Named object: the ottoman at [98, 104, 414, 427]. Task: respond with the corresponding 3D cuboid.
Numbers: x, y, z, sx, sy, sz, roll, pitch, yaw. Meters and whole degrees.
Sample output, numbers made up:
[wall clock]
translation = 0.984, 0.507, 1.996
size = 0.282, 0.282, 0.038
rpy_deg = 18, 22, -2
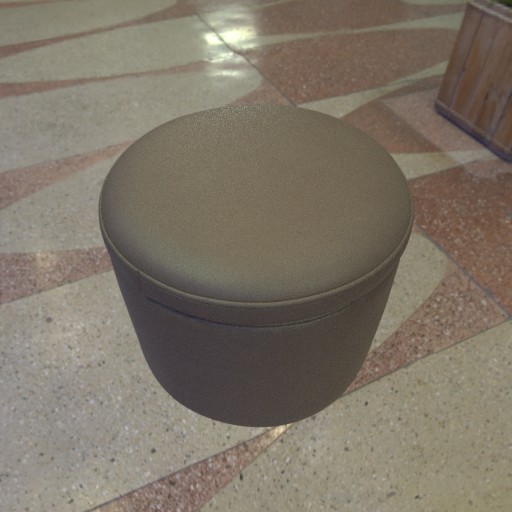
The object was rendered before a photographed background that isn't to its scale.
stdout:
[ottoman]
translation = 0.000, 0.000, 0.833
size = 0.500, 0.409, 0.500
rpy_deg = 0, 46, 0
